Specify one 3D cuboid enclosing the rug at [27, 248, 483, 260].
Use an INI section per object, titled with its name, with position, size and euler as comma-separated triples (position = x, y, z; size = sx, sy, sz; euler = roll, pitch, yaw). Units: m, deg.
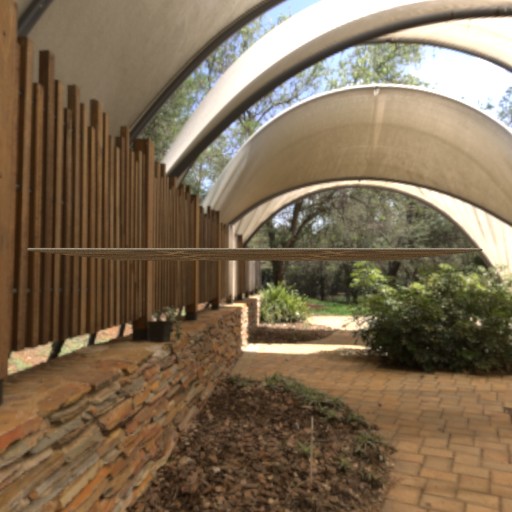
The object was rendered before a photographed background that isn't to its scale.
[rug]
position = 0.000, 0.000, 2.972
size = 2.294, 0.014, 1.528
euler = 0, -2, 0
